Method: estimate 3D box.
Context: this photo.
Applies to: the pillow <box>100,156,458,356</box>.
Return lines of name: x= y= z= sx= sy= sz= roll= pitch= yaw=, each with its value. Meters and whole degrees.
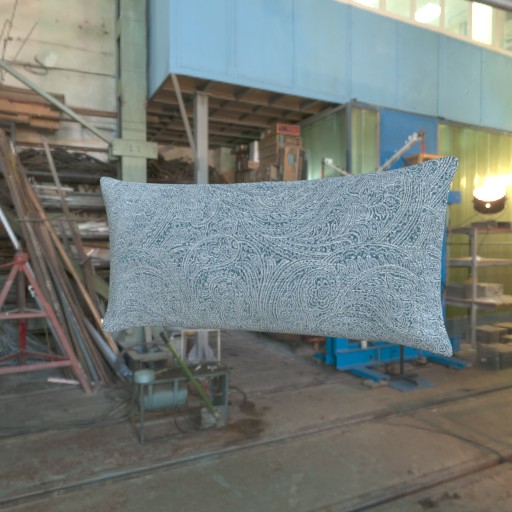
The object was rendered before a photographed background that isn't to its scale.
pillow: x=0.000 y=0.000 z=0.741 sx=0.615 sy=0.295 sz=0.151 roll=1 pitch=2 yaw=18
